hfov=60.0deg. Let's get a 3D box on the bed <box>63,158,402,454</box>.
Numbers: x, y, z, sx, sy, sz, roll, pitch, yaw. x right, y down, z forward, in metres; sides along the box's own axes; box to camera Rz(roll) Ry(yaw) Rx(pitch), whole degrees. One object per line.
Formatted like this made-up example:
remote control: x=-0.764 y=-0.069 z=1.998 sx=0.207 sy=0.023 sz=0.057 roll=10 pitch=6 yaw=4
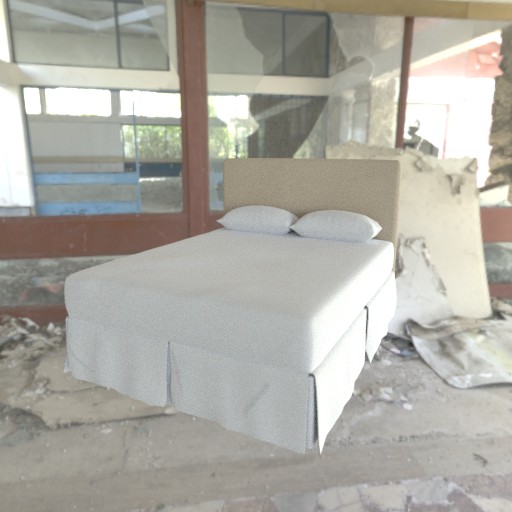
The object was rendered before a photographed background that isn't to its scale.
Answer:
bed: x=0.000 y=0.000 z=3.174 sx=1.723 sy=1.330 sz=2.142 roll=7 pitch=15 yaw=26
